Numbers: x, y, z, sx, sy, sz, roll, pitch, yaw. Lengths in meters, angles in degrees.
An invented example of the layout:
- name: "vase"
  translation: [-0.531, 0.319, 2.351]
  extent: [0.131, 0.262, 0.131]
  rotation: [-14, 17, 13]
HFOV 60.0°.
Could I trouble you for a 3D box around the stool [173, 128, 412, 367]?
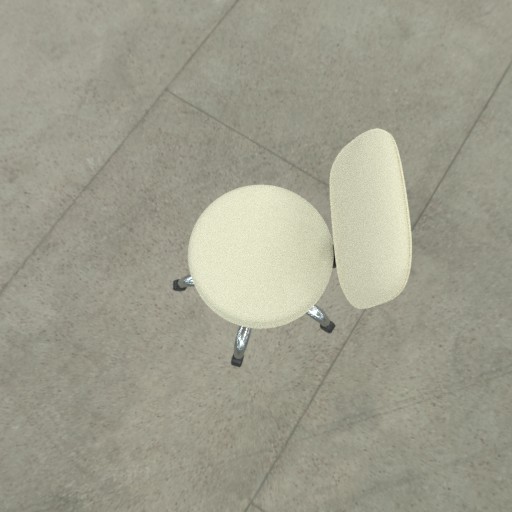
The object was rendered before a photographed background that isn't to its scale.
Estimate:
- name: "stool"
  translation: [0.000, 0.000, 1.281]
  extent: [0.616, 0.810, 0.609]
  rotation: [-2, 75, -1]
